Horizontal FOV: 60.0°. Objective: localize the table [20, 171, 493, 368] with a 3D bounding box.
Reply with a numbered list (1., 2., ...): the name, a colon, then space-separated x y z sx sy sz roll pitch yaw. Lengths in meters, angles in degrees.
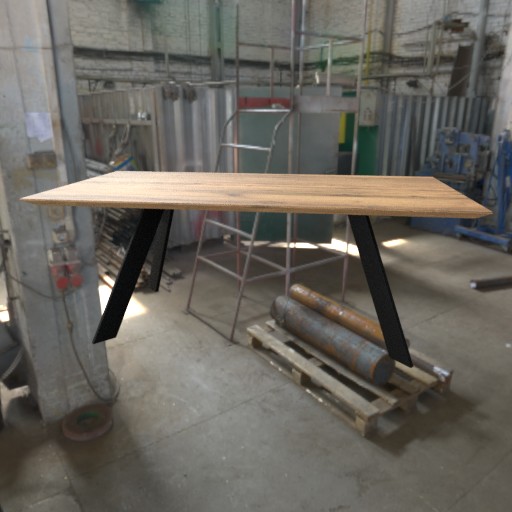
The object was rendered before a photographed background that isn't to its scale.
1. table: 0.000 0.000 2.443 2.000 0.770 1.000 3 18 8
